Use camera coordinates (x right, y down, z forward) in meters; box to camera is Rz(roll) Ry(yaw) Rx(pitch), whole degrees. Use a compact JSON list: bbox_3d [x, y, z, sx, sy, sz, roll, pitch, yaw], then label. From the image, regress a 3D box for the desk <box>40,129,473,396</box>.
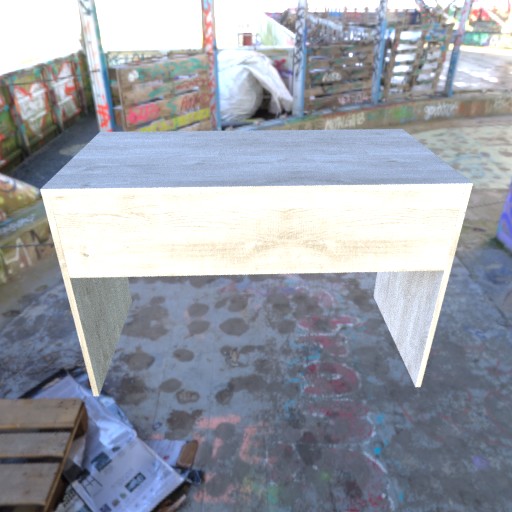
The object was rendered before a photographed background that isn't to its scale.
[{"bbox_3d":[0.000,0.000,1.549,1.100,0.730,0.560,-1,30,-2],"label":"desk"}]
